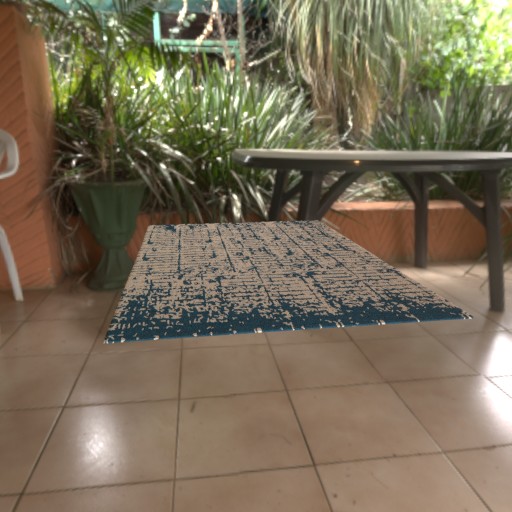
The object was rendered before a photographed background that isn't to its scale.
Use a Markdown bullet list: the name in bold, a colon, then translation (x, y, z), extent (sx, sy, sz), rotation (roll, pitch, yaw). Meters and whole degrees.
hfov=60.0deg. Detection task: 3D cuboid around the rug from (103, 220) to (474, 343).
- **rug**: translation (0.000, 0.000, 2.294), extent (1.220, 0.007, 1.828), rotation (-2, 15, -9)
